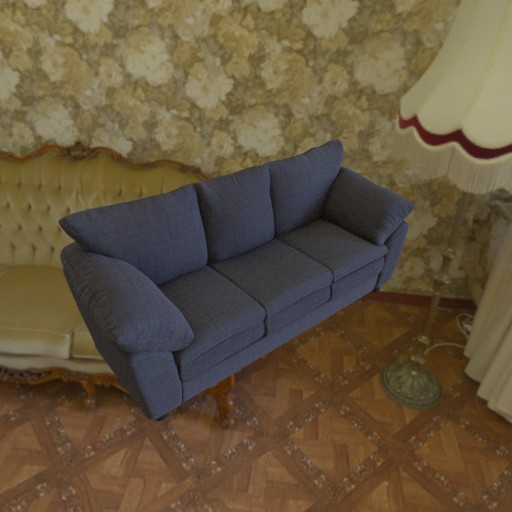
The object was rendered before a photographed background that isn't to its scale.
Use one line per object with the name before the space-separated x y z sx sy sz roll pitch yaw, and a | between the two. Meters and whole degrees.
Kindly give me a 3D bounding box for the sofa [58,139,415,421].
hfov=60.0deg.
sofa | 0.000 0.000 2.967 2.336 1.080 0.883 -23 39 -33
